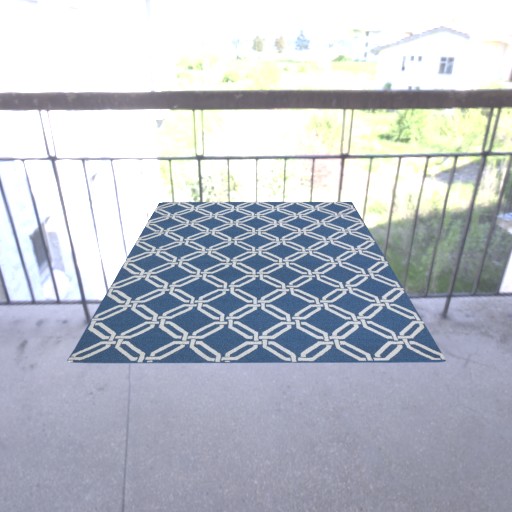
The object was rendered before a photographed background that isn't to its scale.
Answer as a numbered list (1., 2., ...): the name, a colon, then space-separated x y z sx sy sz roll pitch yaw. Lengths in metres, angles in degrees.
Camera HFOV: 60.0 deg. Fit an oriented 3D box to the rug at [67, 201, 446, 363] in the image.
1. rug: 0.000 0.000 3.923 2.277 0.020 2.867 0 26 0
